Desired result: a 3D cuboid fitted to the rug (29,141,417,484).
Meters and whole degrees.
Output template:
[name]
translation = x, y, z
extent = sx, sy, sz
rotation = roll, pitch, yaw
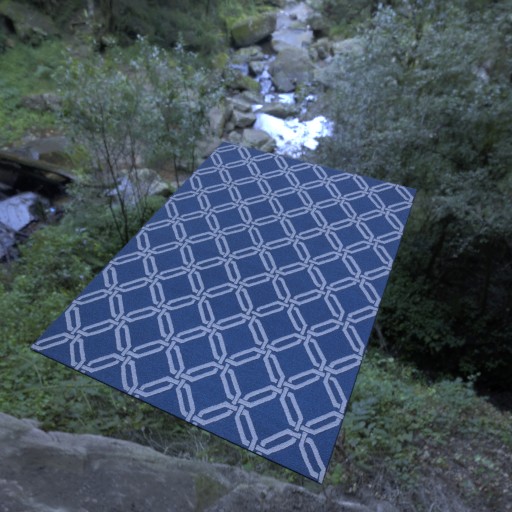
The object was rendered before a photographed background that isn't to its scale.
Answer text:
[rug]
translation = 0.000, 0.000, 4.217
extent = 2.432, 0.018, 3.342
rotation = 18, 48, 17
